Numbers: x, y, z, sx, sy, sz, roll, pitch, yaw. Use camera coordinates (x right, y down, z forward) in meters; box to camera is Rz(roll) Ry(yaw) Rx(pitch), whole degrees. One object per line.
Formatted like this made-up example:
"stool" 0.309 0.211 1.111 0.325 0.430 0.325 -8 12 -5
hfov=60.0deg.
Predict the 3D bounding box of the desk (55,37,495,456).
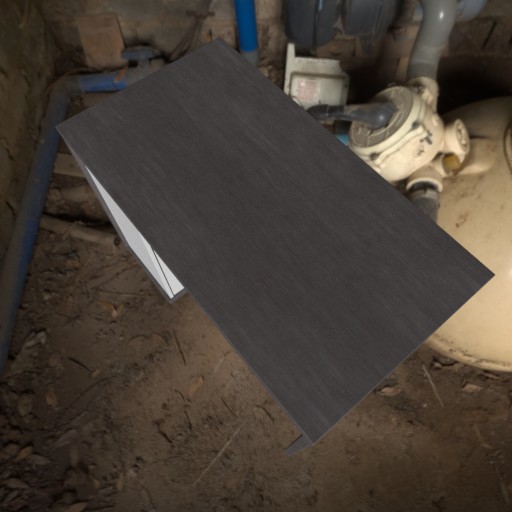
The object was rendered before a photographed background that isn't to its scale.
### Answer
"desk" 0.000 0.000 1.513 0.600 0.750 1.100 -36 69 -16
